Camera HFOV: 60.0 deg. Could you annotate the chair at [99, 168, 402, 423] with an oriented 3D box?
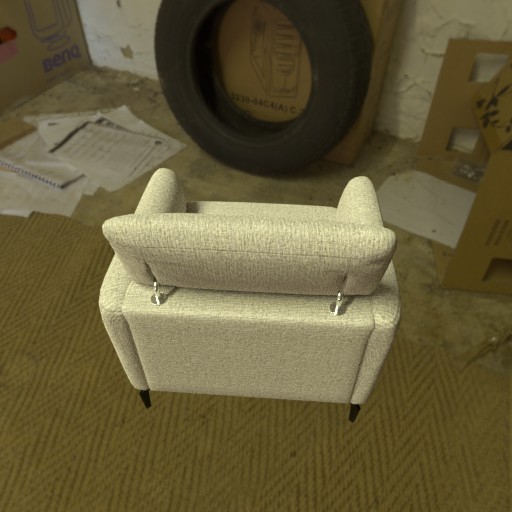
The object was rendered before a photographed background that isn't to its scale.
[{"bbox_3d":[0.000,0.000,1.686,0.972,0.967,0.835,3,46,3],"label":"chair"}]
